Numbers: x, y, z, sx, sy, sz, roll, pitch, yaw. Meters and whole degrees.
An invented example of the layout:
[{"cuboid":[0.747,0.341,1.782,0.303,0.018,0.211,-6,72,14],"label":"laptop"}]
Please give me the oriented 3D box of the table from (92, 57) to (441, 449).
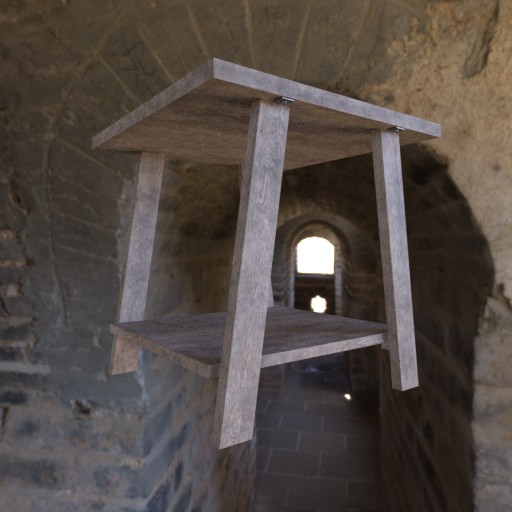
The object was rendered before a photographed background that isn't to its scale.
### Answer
[{"cuboid":[0.000,0.000,1.091,0.610,0.610,0.610,-1,2,-37],"label":"table"}]
